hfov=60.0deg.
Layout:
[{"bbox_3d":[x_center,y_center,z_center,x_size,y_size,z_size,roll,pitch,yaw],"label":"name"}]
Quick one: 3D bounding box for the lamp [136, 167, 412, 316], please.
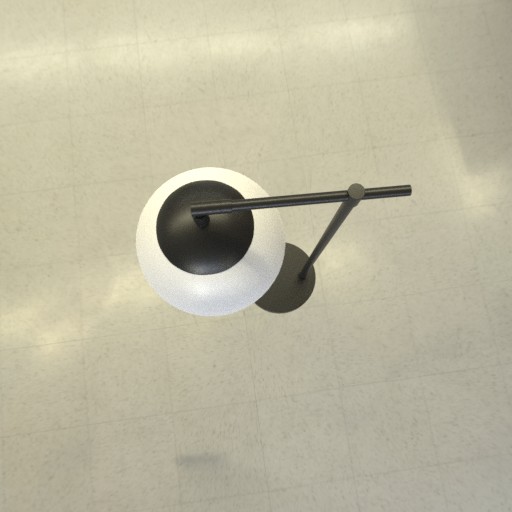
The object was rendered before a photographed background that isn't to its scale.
[{"bbox_3d":[0.000,0.000,0.713,0.316,0.559,0.197,-5,79,-1],"label":"lamp"}]
